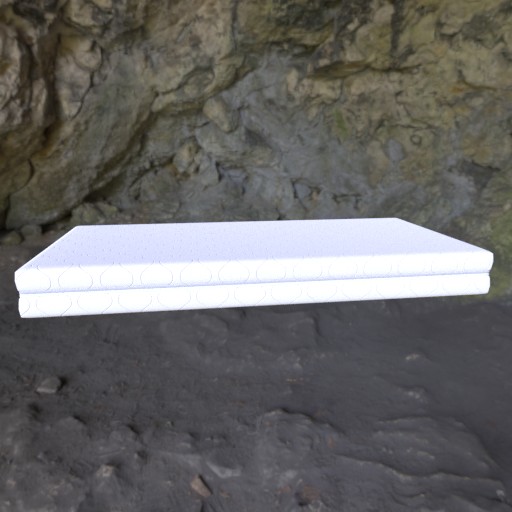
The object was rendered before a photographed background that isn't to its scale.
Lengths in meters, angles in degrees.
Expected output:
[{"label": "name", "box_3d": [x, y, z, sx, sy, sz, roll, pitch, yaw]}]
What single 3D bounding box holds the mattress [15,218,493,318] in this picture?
[{"label": "mattress", "box_3d": [0.000, 0.000, 2.179, 1.900, 0.200, 0.900, -2, 14, -8]}]
